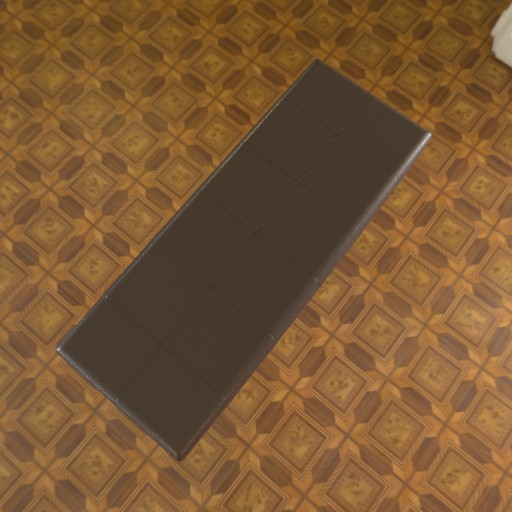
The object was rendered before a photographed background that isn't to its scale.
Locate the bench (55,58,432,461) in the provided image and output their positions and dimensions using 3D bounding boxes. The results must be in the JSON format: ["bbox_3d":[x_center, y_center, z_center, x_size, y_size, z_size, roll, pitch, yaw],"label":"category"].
[{"bbox_3d":[0.000,0.000,1.369,0.429,0.457,1.092,38,78,9],"label":"bench"}]
